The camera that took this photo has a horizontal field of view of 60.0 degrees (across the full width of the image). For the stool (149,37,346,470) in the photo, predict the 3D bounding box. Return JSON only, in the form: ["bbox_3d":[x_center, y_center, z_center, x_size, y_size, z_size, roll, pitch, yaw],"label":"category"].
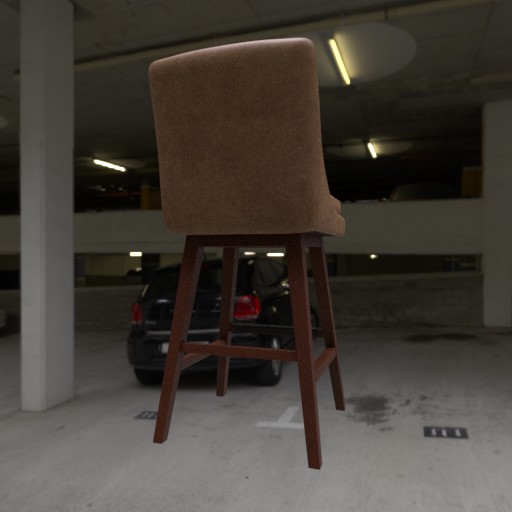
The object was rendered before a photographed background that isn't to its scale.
[{"bbox_3d":[0.000,0.000,1.390,0.487,1.079,0.572,0,1,19],"label":"stool"}]
